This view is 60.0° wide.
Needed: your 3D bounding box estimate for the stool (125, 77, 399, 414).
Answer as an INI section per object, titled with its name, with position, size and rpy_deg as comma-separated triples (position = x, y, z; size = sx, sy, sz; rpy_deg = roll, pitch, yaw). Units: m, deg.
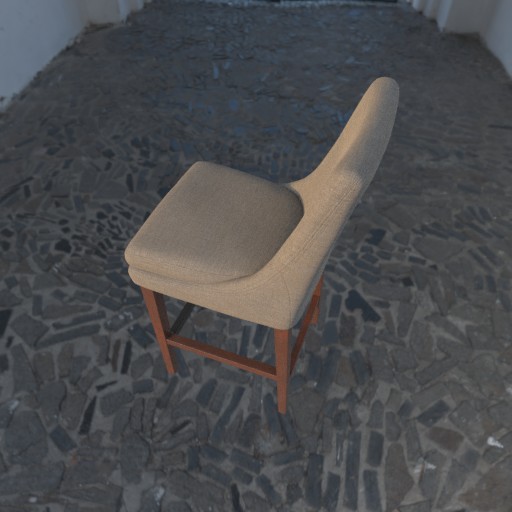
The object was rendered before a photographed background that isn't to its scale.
[stool]
position = 0.000, 0.000, 1.292
size = 0.577, 0.981, 0.470
rpy_deg = 16, 48, 14
